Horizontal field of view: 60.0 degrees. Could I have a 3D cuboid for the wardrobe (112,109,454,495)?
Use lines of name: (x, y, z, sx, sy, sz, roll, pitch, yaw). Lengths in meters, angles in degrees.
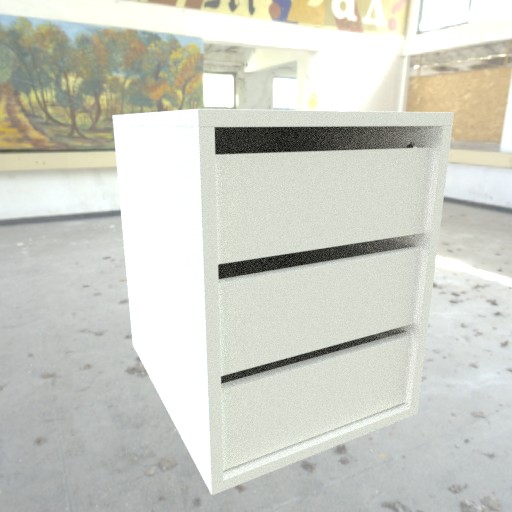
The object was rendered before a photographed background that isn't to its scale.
wardrobe: (0.000, 0.000, 0.853, 0.400, 0.520, 0.500, -8, 19, -26)
